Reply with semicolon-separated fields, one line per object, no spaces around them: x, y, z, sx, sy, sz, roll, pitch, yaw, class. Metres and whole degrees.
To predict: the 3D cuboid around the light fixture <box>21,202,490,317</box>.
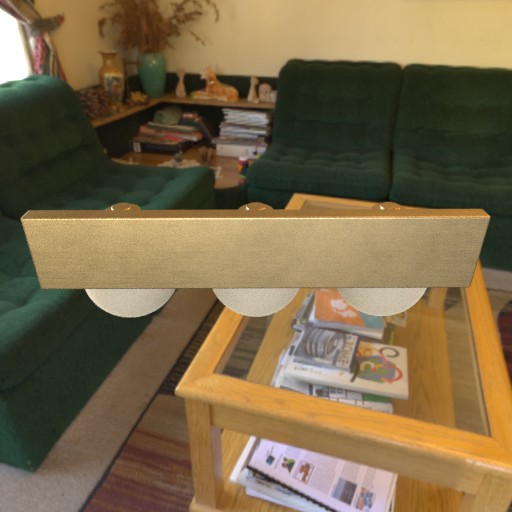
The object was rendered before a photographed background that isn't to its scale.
0.000;0.000;0.838;0.721;0.263;0.218;0;30;0;light fixture
